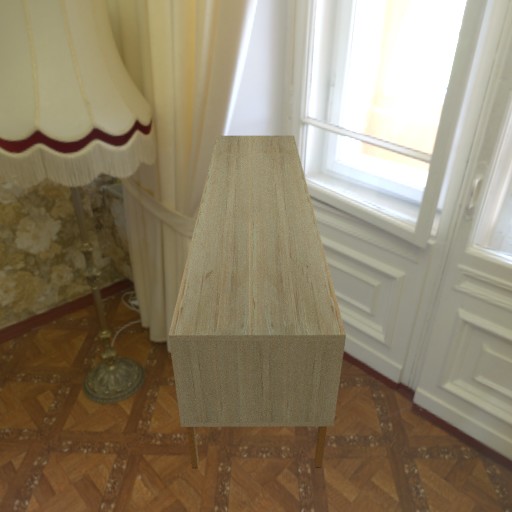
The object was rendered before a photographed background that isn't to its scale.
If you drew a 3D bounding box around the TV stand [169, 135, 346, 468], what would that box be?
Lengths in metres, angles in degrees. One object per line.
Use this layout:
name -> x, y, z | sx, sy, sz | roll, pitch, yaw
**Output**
TV stand -> 0.000, 0.000, 1.874 | 0.420, 0.550, 1.600 | 0, 32, 0
